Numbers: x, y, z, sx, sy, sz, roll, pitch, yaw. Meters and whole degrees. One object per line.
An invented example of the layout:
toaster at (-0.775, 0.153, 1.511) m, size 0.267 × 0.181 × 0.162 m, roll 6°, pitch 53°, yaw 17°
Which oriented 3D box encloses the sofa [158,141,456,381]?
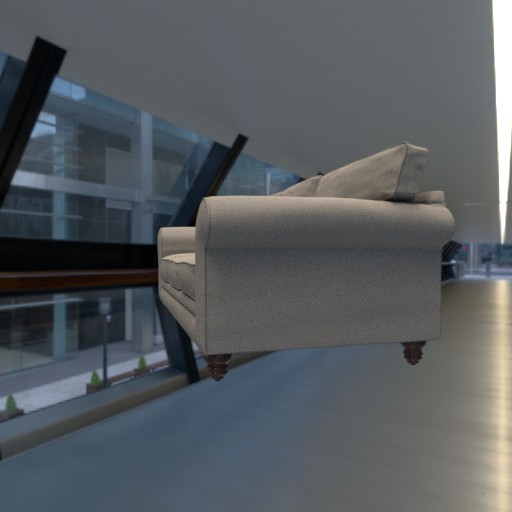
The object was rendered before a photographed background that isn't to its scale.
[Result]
sofa at (0.000, 0.000, 2.568) m, size 0.998 × 0.889 × 2.118 m, roll 0°, pitch 0°, yaw -17°
